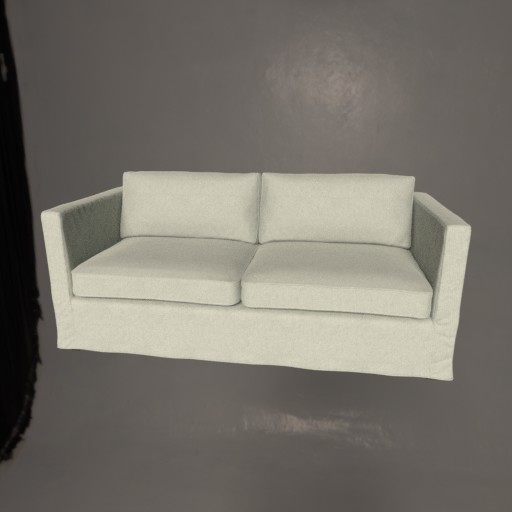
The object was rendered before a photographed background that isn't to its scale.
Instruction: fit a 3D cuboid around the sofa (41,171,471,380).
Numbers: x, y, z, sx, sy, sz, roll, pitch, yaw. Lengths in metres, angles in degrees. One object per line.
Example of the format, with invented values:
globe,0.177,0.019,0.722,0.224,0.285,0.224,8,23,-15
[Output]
sofa,0.000,0.000,2.481,1.987,0.870,0.940,3,17,9
